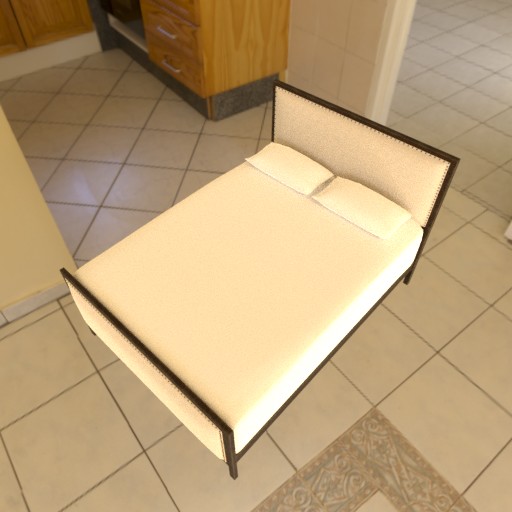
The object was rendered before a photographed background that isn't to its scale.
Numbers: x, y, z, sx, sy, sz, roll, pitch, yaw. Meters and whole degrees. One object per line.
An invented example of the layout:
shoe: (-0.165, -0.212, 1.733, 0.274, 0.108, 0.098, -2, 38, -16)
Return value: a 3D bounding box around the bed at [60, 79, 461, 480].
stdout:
bed: (0.000, 0.000, 3.216, 1.607, 1.313, 2.221, 35, 57, 27)
